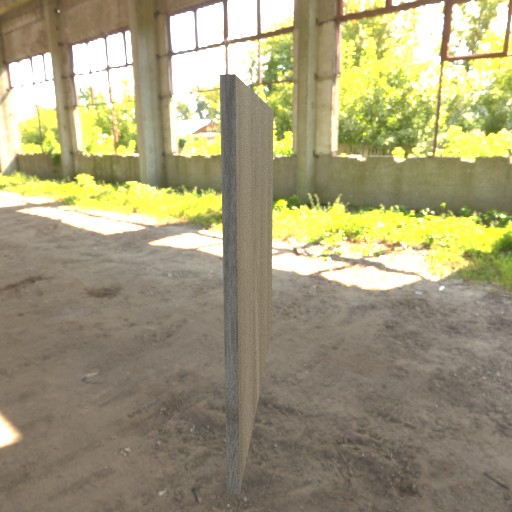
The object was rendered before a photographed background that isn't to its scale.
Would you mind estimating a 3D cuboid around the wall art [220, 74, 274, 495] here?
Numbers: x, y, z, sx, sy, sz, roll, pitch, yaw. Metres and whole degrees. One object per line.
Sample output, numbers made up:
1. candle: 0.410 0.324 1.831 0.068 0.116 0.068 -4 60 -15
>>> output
1. wall art: 0.000 0.000 0.754 0.016 0.507 0.508 2 14 6
